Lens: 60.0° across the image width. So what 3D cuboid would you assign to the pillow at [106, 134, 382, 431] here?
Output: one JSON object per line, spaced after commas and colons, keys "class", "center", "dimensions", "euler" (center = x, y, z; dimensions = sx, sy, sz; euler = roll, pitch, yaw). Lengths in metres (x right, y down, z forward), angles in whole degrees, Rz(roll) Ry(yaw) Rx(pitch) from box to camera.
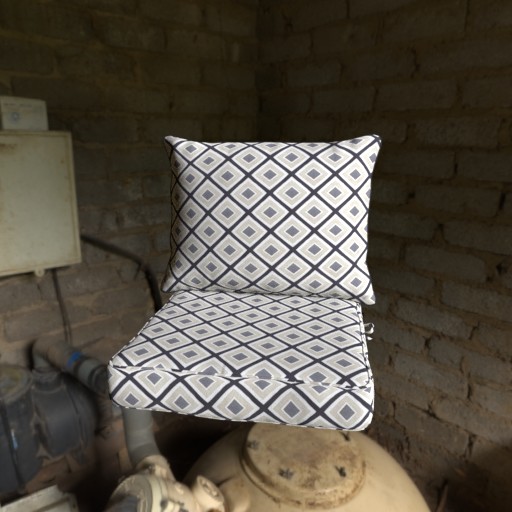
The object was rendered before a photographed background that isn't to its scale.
{"class": "pillow", "center": [0.000, 0.000, 1.367], "dimensions": [0.798, 0.722, 0.733], "euler": [3, 16, 9]}
